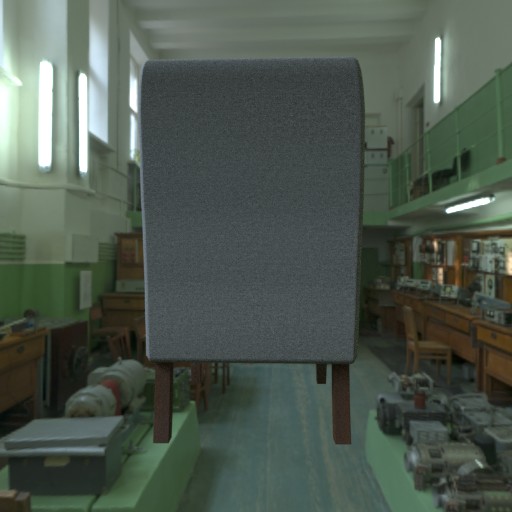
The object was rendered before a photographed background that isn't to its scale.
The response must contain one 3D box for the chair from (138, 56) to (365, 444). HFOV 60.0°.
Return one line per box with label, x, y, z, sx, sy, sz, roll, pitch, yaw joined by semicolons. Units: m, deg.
chair;0.000;0.000;1.182;0.513;0.804;0.592;0;0;1
